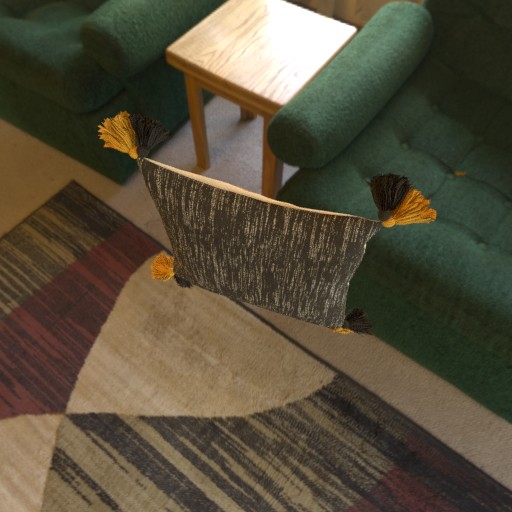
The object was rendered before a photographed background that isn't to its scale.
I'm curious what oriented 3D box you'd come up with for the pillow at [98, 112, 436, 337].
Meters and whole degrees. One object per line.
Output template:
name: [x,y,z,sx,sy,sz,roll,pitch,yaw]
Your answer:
pillow: [0.000,0.000,1.007,0.654,0.659,0.139,17,61,9]
